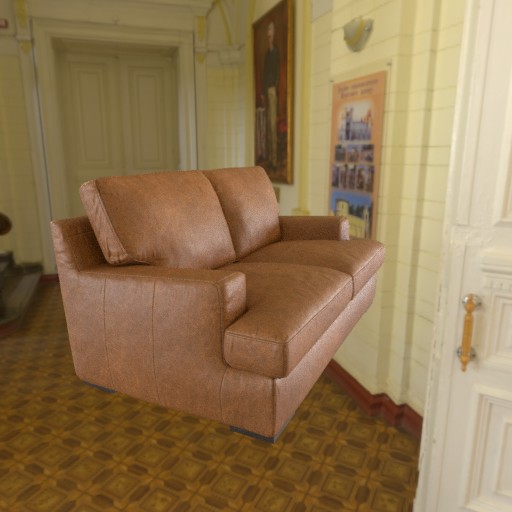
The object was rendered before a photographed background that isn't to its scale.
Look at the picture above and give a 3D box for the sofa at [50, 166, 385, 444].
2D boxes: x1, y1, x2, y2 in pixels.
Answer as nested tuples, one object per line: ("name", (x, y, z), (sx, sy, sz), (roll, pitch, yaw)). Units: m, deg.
("sofa", (0.000, 0.000, 2.534), (1.144, 0.966, 1.880), (7, 15, 25))
